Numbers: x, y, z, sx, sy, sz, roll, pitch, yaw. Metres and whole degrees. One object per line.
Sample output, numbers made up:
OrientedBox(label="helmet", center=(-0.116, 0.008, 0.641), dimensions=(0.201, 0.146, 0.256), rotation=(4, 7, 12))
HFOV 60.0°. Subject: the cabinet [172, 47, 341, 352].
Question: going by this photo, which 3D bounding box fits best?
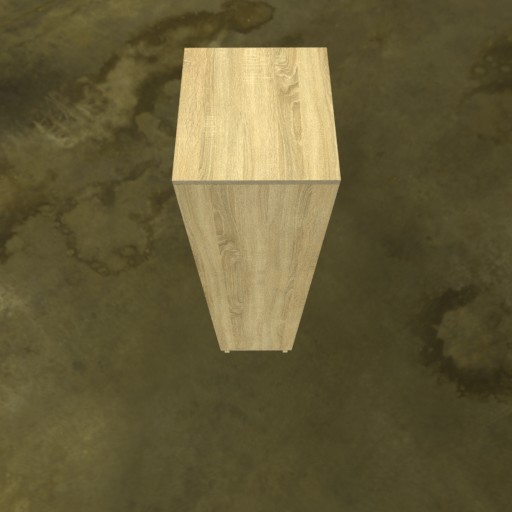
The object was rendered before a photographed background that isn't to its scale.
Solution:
OrientedBox(label="cabinet", center=(0.000, 0.000, 2.172), dimensions=(0.450, 1.960, 0.510), rotation=(0, 64, 0))
